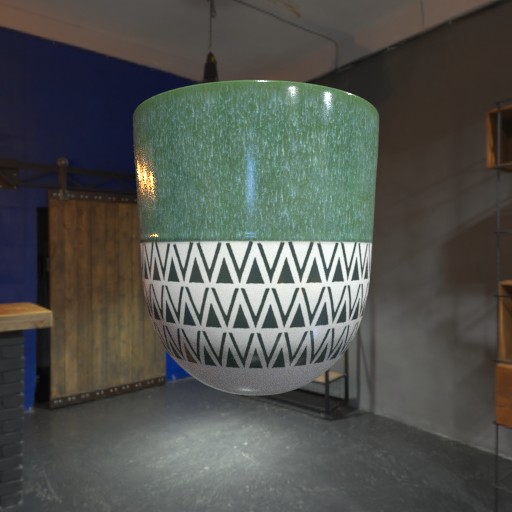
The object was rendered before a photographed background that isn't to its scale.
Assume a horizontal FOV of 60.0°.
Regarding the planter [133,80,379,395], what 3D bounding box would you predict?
[{"bbox_3d":[0.000,0.000,0.365,0.195,0.214,0.195,0,1,0],"label":"planter"}]
